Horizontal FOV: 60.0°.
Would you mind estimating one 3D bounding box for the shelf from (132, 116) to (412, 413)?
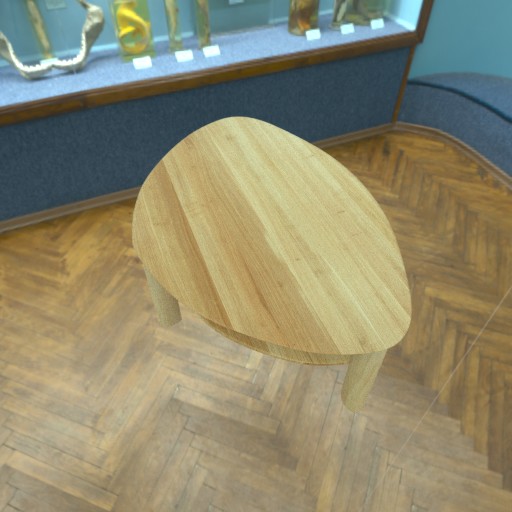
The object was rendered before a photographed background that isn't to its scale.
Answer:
[{"bbox_3d":[0.000,0.000,1.682,0.845,0.440,1.246,-17,50,-15],"label":"shelf"}]
